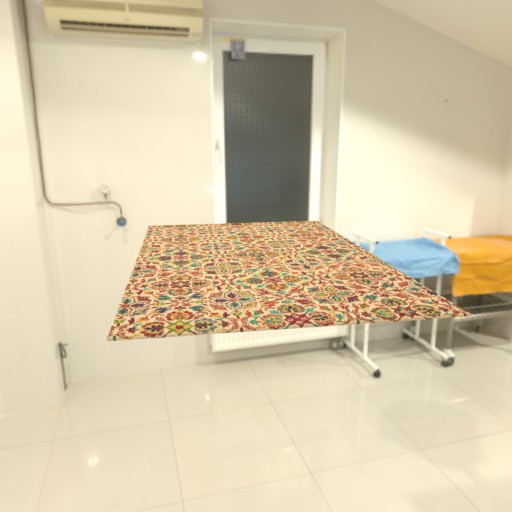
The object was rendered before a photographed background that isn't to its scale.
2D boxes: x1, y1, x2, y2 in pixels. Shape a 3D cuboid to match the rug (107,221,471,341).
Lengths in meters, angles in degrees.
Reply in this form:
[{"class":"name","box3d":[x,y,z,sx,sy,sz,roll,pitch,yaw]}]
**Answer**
[{"class":"rug","box3d":[0.000,0.000,2.326,1.226,0.013,1.838,-2,15,-9]}]
